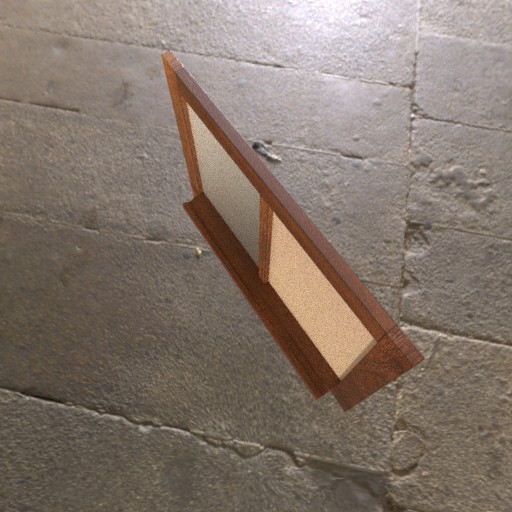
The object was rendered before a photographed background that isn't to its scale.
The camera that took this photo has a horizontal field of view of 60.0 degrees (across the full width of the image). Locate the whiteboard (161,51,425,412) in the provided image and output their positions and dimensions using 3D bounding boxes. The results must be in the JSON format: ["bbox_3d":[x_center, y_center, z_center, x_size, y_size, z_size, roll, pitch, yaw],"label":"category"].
[{"bbox_3d":[0.000,0.000,1.039,0.083,0.559,0.783,-31,68,-14],"label":"whiteboard"}]
